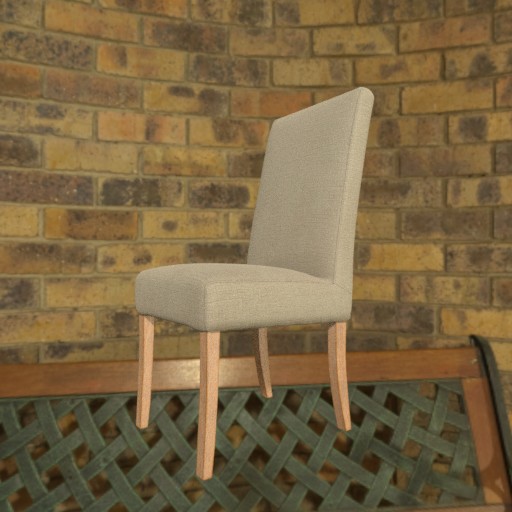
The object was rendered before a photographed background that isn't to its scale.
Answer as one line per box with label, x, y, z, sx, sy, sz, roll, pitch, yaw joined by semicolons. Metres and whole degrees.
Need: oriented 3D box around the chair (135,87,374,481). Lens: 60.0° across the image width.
chair;0.000;0.000;1.361;0.611;1.033;0.450;0;0;-36
